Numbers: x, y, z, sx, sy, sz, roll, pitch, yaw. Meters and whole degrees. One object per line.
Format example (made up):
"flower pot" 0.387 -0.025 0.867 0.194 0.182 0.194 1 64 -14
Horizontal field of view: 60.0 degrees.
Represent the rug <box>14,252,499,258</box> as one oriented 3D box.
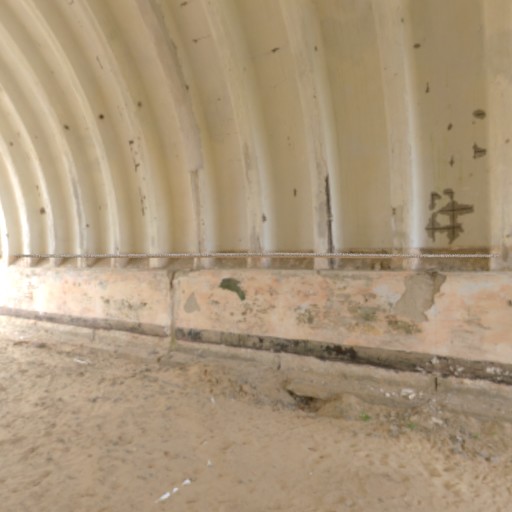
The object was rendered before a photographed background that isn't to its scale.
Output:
"rug" 0.000 0.000 2.923 2.346 0.029 1.574 0 0 0
